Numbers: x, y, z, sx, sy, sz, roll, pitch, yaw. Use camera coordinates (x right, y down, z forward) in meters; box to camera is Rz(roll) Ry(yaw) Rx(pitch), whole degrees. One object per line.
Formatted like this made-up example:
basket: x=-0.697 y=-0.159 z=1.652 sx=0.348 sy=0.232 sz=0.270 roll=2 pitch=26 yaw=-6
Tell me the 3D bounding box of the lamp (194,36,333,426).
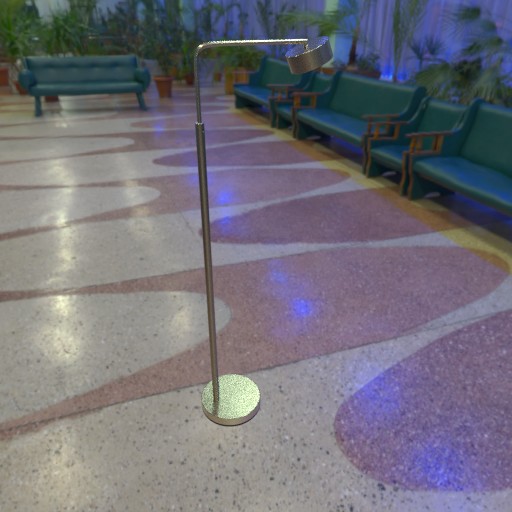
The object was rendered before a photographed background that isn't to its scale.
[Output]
lamp: x=0.000 y=0.000 z=1.413 sx=0.421 sy=1.250 sz=0.222 roll=-9 pitch=31 yaw=-16
